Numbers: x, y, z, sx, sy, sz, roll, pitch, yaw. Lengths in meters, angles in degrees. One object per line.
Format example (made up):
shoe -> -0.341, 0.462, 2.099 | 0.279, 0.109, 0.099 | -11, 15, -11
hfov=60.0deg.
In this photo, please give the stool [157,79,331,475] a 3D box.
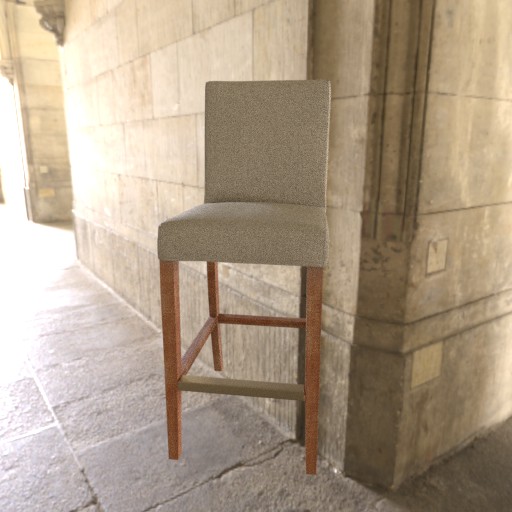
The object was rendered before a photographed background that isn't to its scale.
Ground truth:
stool -> 0.000, 0.000, 1.375 | 0.439, 1.088, 0.570 | 2, 14, 8
